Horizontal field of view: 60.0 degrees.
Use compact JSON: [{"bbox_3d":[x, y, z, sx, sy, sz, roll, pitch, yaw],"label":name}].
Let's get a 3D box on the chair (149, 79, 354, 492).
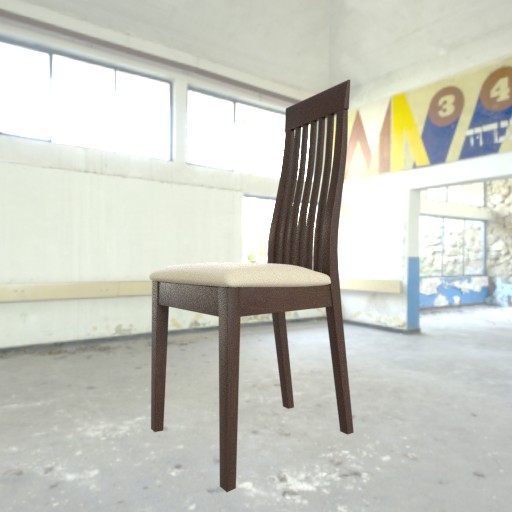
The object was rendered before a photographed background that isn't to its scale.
[{"bbox_3d":[0.000,0.000,1.272,0.474,1.027,0.460,1,-1,-34],"label":"chair"}]
